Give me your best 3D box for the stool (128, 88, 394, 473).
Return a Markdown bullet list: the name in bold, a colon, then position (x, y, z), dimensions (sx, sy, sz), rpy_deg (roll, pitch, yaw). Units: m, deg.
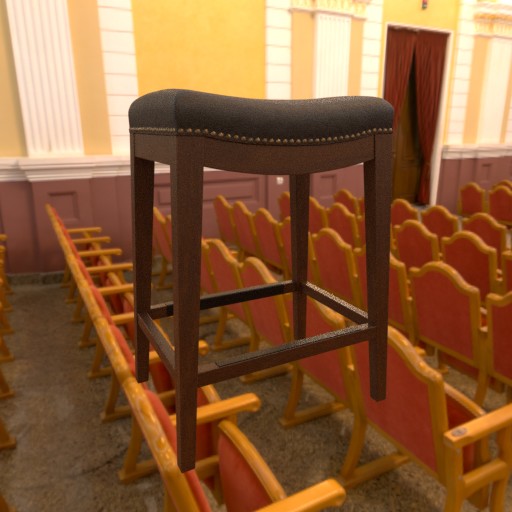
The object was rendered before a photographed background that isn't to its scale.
- **stool**: position (0.000, 0.000, 0.966), dimensions (0.490, 0.664, 0.353), rpy_deg (-8, 18, -27)
